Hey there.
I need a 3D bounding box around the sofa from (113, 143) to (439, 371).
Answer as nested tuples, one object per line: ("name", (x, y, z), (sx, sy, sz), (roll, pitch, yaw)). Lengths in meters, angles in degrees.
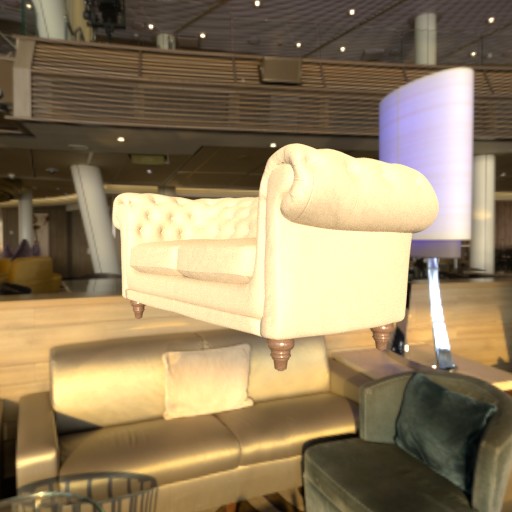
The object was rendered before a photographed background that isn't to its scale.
("sofa", (0.000, 0.000, 2.528), (1.069, 0.835, 1.988), (-1, 1, -35))
